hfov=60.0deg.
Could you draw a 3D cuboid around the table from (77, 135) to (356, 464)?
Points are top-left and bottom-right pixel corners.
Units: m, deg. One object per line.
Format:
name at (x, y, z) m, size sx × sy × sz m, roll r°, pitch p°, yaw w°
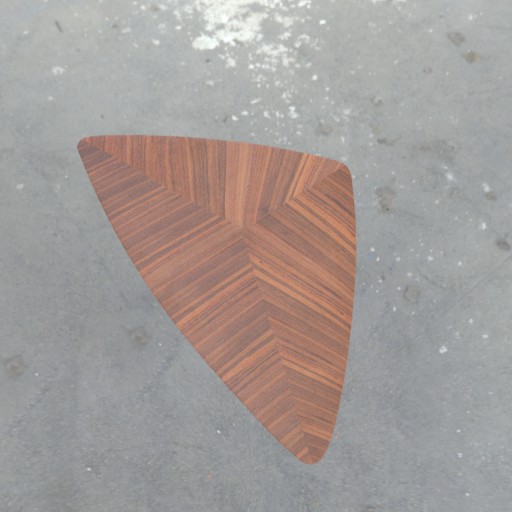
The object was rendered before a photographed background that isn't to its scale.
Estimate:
table at (0.000, 0.000, 1.268) m, size 0.601 × 0.365 × 1.008 m, roll -34°, pitch 69°, yaw -15°
